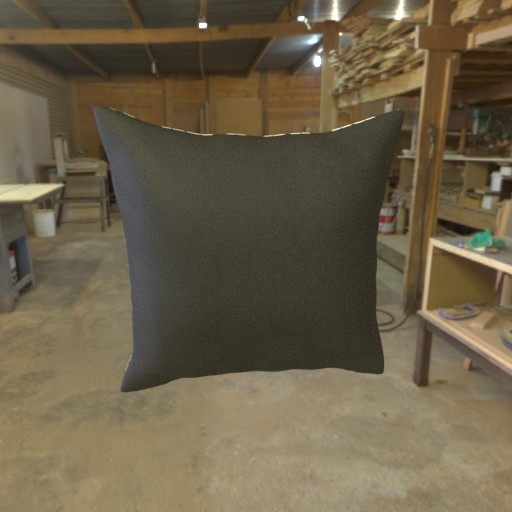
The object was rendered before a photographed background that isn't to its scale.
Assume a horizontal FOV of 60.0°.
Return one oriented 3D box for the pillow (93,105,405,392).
[{"bbox_3d":[0.000,0.000,0.773,0.504,0.494,0.188,-2,15,-8],"label":"pillow"}]
